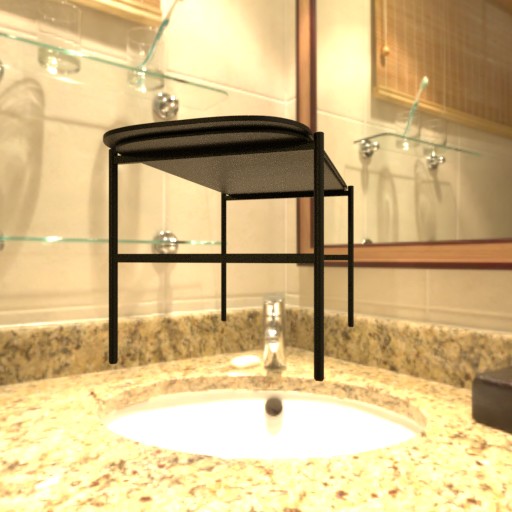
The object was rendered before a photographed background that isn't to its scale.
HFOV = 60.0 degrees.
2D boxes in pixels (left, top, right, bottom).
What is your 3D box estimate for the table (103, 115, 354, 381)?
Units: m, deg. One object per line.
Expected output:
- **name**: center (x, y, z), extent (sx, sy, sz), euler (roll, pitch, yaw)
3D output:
- **table**: center (0.000, 0.000, 1.035), extent (0.400, 0.400, 0.800), euler (0, 0, 17)
